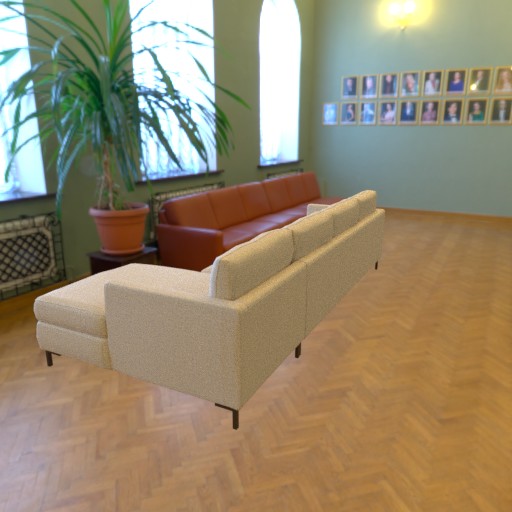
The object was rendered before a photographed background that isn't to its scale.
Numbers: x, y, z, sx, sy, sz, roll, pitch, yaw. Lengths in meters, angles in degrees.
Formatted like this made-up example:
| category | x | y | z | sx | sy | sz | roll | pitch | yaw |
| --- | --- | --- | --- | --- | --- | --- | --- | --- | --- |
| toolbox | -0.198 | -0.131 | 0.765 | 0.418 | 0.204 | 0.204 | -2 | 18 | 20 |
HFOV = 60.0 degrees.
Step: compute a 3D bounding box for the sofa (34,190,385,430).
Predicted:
| category | x | y | z | sx | sy | sz | roll | pitch | yaw |
| --- | --- | --- | --- | --- | --- | --- | --- | --- | --- |
| sofa | 0.000 | 0.000 | 3.197 | 1.258 | 0.755 | 2.731 | 8 | 17 | 27 |
